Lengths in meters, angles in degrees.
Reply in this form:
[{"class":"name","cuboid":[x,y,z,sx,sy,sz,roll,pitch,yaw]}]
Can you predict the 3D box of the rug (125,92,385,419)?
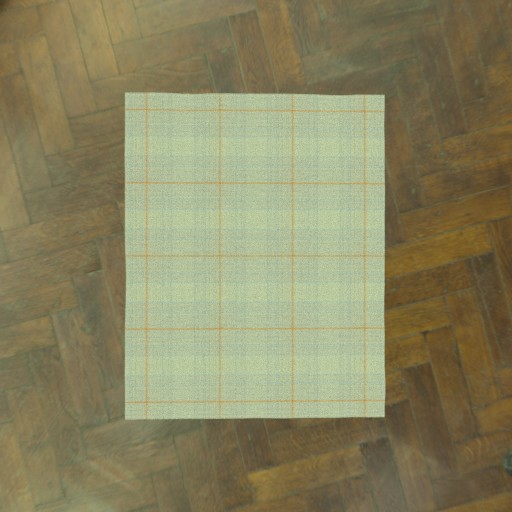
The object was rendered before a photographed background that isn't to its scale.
[{"class":"rug","cuboid":[0.000,0.000,4.159,2.448,0.021,3.051,0,90,-1]}]
